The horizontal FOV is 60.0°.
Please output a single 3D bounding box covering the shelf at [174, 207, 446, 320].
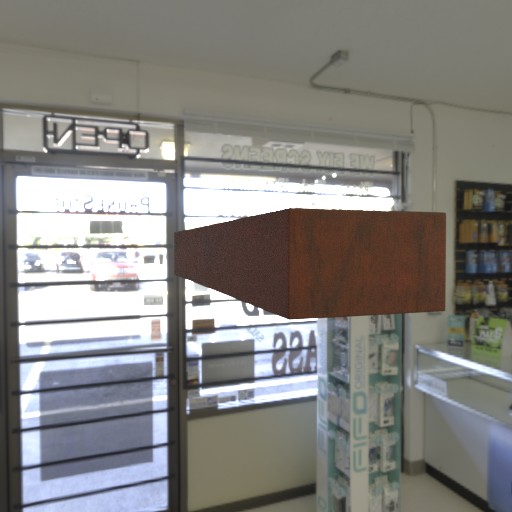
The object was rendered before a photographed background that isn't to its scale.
[{"bbox_3d":[0.000,0.000,0.659,0.152,0.088,0.607,0,1,-19],"label":"shelf"}]
